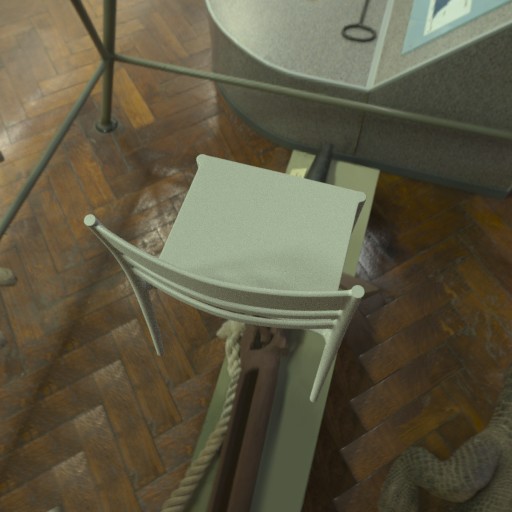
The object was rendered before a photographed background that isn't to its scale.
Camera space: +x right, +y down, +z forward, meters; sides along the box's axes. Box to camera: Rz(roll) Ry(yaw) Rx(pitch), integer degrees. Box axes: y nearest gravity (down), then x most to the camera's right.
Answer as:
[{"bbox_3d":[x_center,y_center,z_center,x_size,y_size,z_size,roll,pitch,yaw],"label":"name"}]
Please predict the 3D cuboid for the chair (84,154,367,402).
[{"bbox_3d":[0.000,0.000,1.152,0.531,0.800,0.511,15,64,7],"label":"chair"}]
